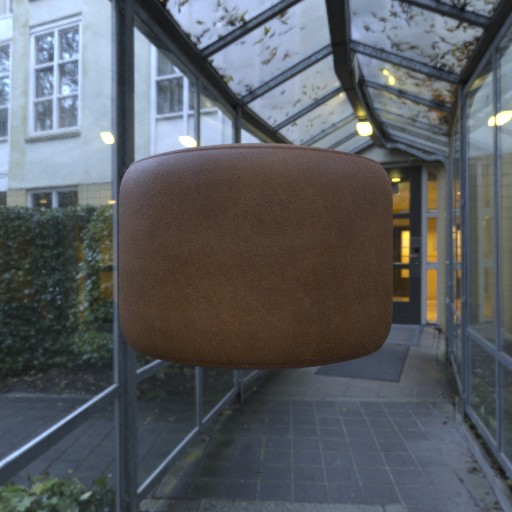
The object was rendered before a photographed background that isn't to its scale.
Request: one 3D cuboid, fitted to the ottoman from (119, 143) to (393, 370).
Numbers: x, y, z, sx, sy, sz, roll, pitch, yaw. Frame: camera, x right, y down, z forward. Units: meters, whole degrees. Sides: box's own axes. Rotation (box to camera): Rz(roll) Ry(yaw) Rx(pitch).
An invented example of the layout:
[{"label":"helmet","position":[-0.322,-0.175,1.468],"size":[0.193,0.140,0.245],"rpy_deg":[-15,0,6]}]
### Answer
[{"label":"ottoman","position":[0.000,0.000,1.029],"size":[0.607,0.438,0.607],"rpy_deg":[0,0,0]}]
